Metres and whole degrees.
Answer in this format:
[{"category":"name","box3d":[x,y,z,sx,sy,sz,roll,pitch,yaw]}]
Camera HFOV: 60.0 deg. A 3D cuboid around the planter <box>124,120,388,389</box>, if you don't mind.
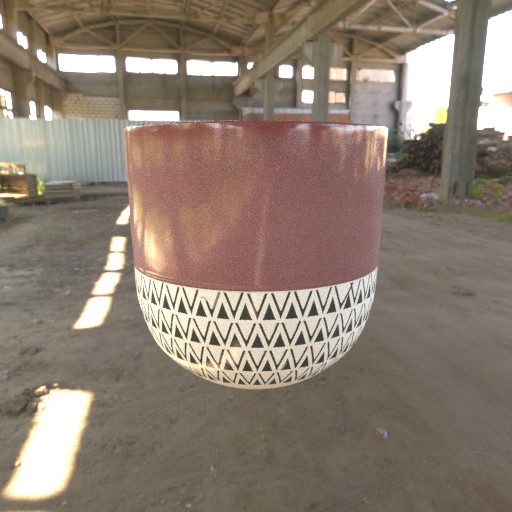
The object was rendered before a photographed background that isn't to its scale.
[{"category":"planter","box3d":[0.000,0.000,0.493,0.266,0.270,0.266,0,13,0]}]
